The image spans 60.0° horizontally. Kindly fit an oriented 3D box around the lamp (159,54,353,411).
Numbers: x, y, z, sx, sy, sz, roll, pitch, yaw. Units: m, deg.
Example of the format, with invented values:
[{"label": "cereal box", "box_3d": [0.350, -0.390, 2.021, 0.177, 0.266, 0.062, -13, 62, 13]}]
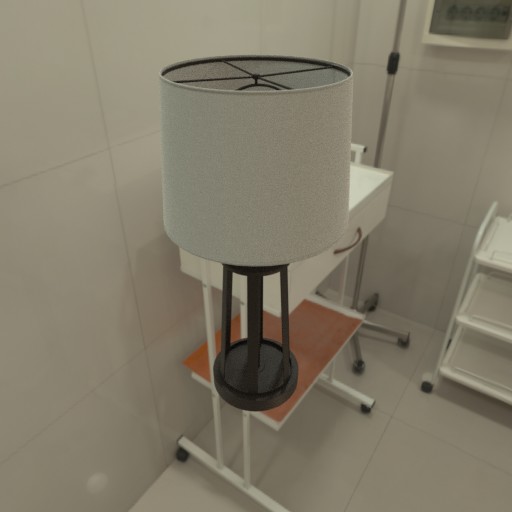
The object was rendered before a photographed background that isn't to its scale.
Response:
[{"label": "lamp", "box_3d": [0.000, 0.000, 0.647, 0.251, 0.509, 0.251, 0, 33, 0]}]
